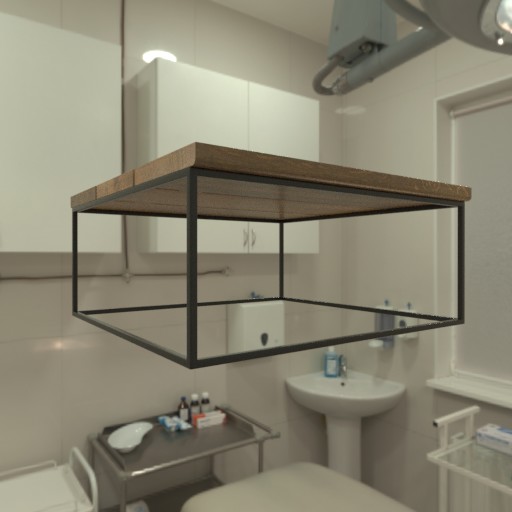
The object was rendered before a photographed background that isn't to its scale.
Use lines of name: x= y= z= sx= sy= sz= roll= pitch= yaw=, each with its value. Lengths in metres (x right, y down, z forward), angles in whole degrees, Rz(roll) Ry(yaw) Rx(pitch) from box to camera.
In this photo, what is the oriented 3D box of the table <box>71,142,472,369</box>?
table: x=0.000 y=0.000 z=1.396 sx=0.900 sy=0.400 sz=0.900 roll=0 pitch=0 yaw=-36
